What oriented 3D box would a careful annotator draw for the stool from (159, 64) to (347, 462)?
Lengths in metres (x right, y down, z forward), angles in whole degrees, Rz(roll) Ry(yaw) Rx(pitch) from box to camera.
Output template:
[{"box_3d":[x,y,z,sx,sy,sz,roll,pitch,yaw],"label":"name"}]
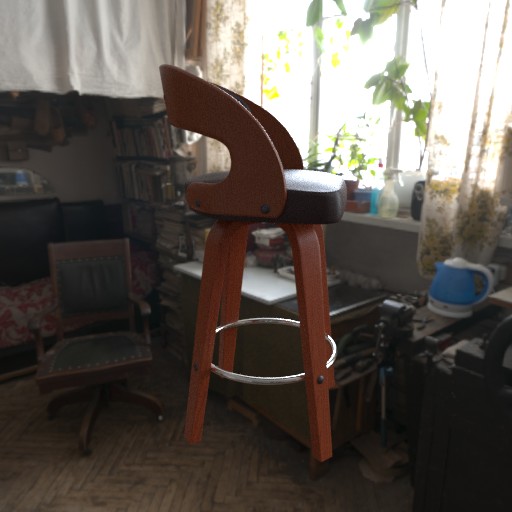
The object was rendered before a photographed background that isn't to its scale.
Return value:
[{"box_3d":[0.000,0.000,1.178,0.457,0.940,0.457,3,15,11],"label":"stool"}]
